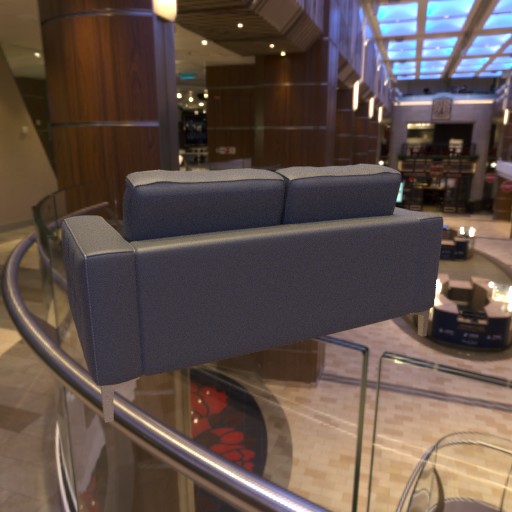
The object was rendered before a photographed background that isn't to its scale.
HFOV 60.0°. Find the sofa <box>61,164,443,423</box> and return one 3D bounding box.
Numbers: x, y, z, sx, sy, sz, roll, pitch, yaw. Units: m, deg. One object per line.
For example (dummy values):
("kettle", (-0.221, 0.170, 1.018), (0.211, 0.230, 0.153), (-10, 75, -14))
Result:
("sofa", (0.000, 0.000, 2.212), (1.726, 0.893, 0.833), (-7, 16, -26))
